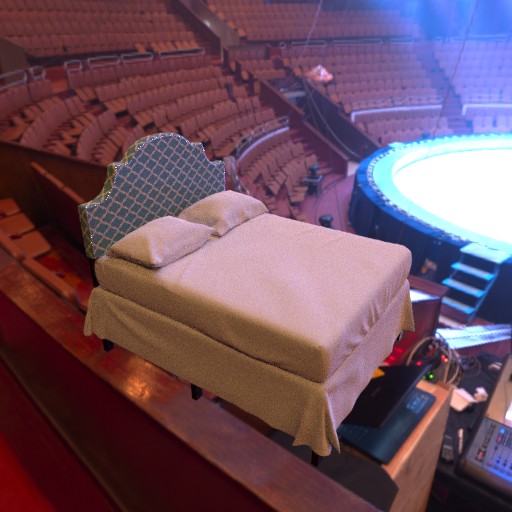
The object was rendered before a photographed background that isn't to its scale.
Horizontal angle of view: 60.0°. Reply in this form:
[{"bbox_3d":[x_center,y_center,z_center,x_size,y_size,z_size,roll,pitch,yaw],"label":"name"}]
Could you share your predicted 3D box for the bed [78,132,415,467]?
[{"bbox_3d":[0.000,0.000,3.398,2.222,1.633,1.780,17,31,30],"label":"bed"}]
